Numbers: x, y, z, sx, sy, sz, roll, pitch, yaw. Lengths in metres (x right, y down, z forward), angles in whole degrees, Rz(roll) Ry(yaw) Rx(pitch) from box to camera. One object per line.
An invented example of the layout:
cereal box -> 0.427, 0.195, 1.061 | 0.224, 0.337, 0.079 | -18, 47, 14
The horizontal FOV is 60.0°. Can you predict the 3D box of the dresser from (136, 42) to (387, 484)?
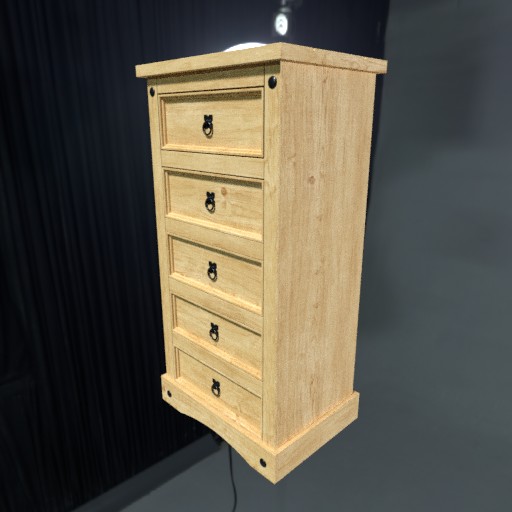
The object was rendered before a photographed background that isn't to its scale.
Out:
dresser -> 0.000, 0.000, 1.299 | 0.390, 1.041, 0.531 | -16, 23, -42
